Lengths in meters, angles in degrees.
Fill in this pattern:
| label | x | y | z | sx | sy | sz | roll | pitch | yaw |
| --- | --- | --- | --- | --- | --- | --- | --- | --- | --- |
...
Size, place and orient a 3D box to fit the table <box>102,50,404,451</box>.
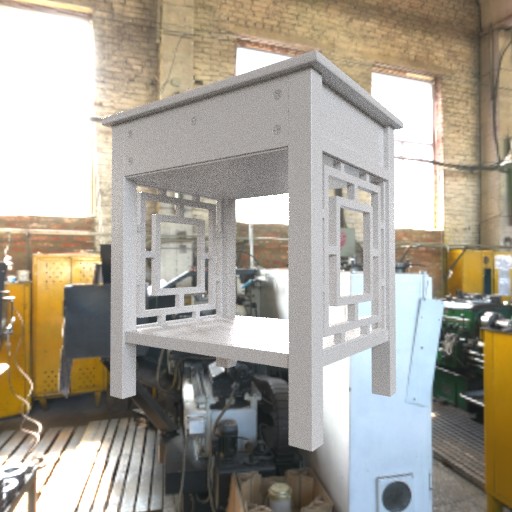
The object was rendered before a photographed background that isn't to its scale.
| label | x | y | z | sx | sy | sz | roll | pitch | yaw |
| --- | --- | --- | --- | --- | --- | --- | --- | --- | --- |
| table | 0.000 | 0.000 | 1.046 | 0.564 | 0.646 | 0.451 | -1 | -2 | 36 |
